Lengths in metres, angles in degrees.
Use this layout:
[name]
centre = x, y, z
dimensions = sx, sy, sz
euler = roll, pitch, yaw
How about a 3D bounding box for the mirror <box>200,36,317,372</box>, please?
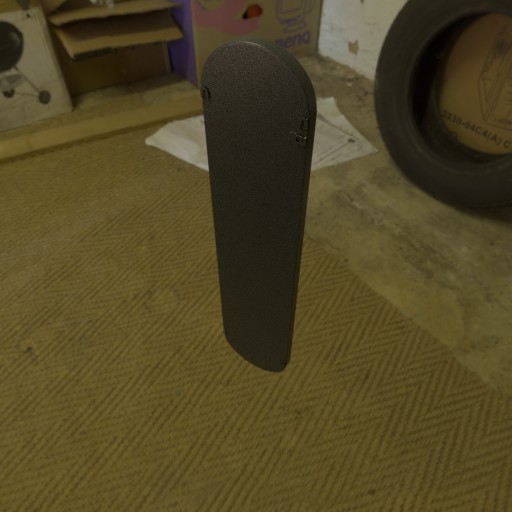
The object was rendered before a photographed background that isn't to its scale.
[mirror]
centre = 0.000, 0.000, 1.061
dimensions = 0.222, 0.991, 0.032
euler = 24, 51, 21
